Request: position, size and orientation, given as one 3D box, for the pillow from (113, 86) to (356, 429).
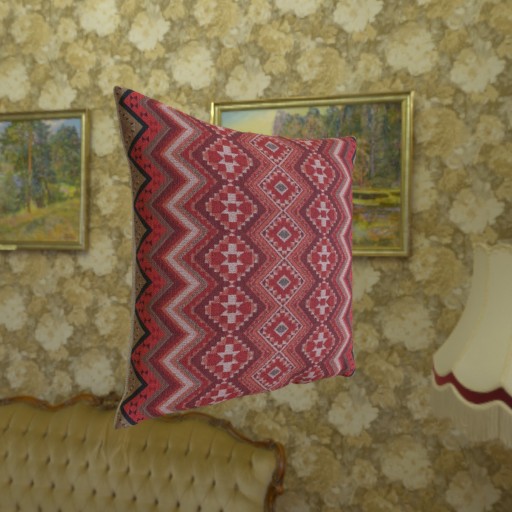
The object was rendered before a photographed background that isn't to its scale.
[{"bbox_3d":[0.000,0.000,0.800,0.513,0.511,0.158,0,0,-35],"label":"pillow"}]
